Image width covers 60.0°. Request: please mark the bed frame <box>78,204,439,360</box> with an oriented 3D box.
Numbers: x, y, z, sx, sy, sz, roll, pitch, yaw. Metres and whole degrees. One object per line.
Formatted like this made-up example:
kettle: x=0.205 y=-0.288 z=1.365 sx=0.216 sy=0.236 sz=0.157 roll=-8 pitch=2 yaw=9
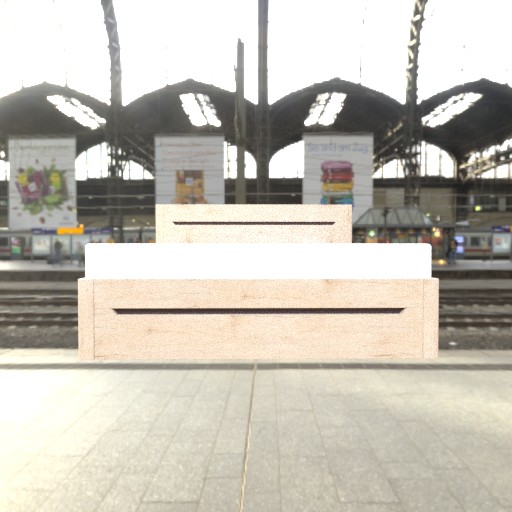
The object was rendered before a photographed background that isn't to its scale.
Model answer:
bed frame: x=0.000 y=0.000 z=3.053 sx=1.800 sy=0.900 sz=2.080 roll=0 pitch=1 yaw=-1
